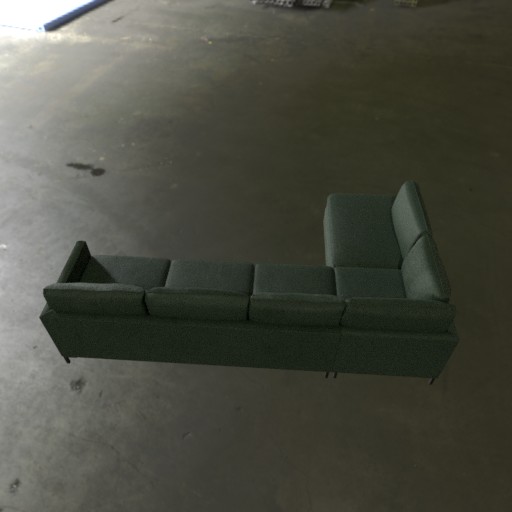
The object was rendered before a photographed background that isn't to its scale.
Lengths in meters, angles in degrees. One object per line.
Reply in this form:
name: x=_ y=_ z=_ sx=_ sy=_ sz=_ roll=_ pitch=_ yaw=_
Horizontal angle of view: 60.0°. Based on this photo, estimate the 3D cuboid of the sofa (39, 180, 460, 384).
sofa: x=0.000 y=0.000 z=4.375 sx=3.384 sy=0.996 sz=2.048 roll=3 pitch=46 yaw=3
